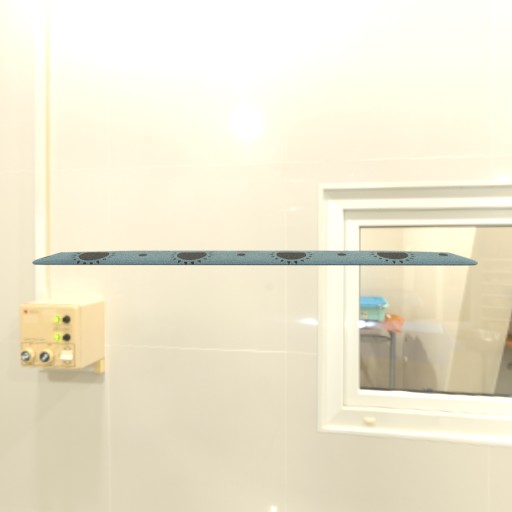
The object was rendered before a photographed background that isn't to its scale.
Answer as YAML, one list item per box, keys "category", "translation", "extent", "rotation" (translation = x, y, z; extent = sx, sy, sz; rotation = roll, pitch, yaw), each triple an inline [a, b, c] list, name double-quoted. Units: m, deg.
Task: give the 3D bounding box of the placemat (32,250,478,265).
- category: "placemat"
  translation: [0.000, 0.000, 0.981]
  extent: [0.762, 0.021, 0.508]
  rotation: [0, 1, 2]
